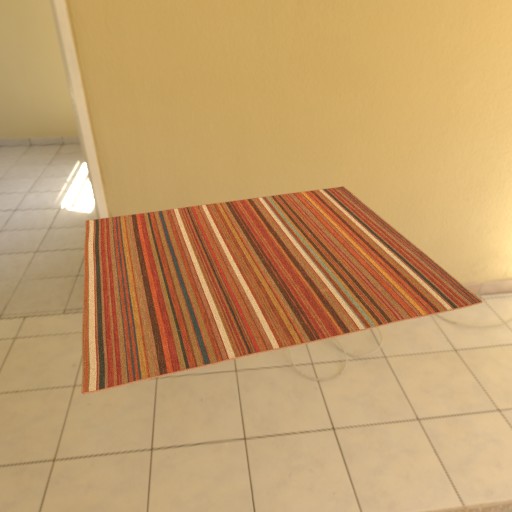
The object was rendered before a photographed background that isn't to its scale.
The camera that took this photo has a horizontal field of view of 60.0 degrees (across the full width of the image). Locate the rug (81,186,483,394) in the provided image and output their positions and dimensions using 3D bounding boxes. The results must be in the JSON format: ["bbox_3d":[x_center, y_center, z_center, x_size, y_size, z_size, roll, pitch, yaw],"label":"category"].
[{"bbox_3d":[0.000,0.000,4.177,3.092,0.023,2.479,-9,33,-15],"label":"rug"}]
